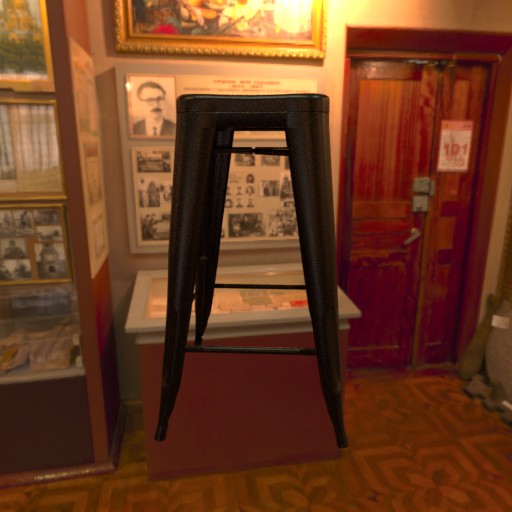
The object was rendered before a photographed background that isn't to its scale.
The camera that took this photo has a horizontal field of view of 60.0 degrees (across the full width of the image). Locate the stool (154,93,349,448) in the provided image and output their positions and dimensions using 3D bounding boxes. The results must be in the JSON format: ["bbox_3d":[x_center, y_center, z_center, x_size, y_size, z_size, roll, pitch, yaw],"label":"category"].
[{"bbox_3d":[0.000,0.000,0.918,0.423,0.609,0.455,-2,15,-8],"label":"stool"}]
